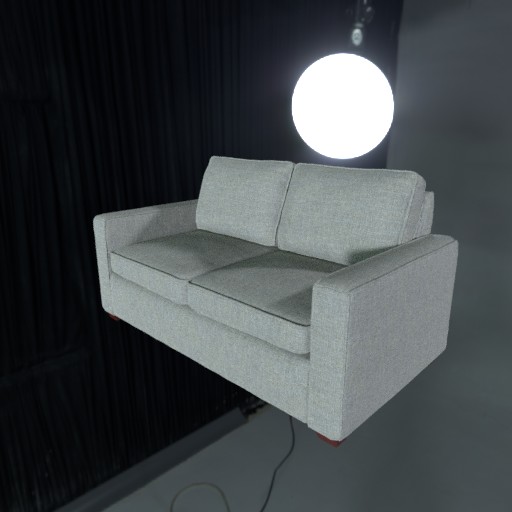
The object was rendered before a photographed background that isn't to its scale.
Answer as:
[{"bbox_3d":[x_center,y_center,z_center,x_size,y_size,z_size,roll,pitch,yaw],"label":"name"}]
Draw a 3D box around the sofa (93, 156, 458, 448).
[{"bbox_3d":[0.000,0.000,2.278,1.706,0.915,0.945,16,23,42],"label":"sofa"}]
